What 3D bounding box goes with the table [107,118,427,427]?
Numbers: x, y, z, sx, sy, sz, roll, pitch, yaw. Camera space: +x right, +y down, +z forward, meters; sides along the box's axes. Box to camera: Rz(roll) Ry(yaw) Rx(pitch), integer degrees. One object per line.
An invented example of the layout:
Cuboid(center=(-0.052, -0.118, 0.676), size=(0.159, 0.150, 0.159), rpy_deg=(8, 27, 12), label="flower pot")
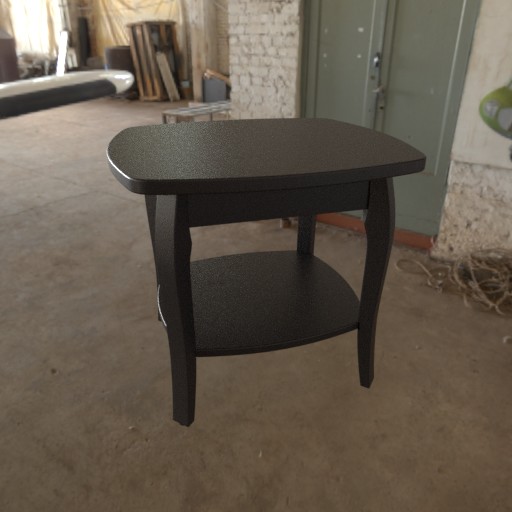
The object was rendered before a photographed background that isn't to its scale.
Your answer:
Cuboid(center=(0.000, 0.000, 0.885), size=(0.508, 0.457, 0.457), rpy_deg=(-7, 27, -14), label="table")
